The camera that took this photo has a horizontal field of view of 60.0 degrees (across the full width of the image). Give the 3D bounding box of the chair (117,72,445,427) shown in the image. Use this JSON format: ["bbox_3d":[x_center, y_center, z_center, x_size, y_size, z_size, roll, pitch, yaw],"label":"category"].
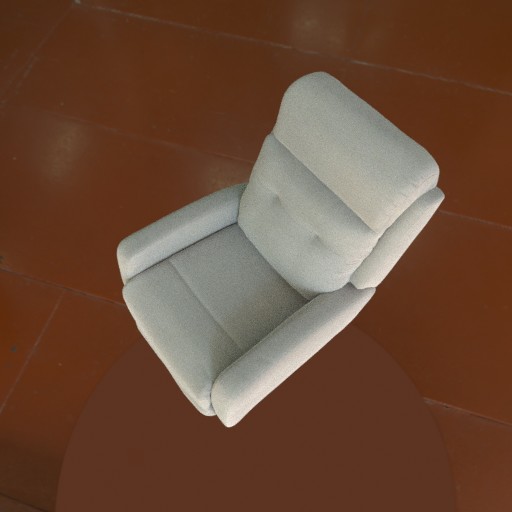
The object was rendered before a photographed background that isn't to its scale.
[{"bbox_3d":[0.000,0.000,1.726,1.043,1.013,0.798,-35,68,-16],"label":"chair"}]
